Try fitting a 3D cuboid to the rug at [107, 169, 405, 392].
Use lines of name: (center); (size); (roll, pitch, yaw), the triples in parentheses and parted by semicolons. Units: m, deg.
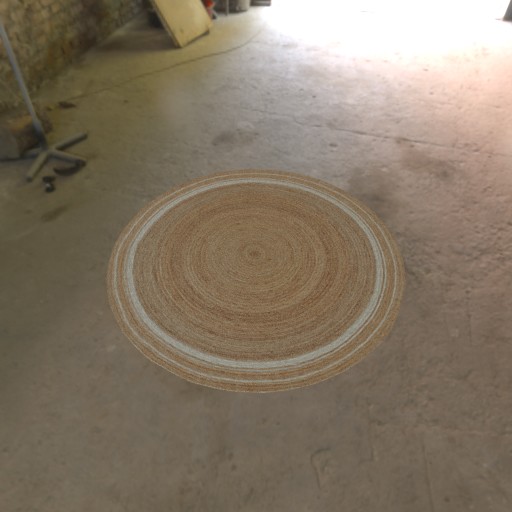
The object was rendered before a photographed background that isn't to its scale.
rug: (0.000, 0.000, 3.727); (2.444, 0.015, 2.444); (0, 47, 0)
